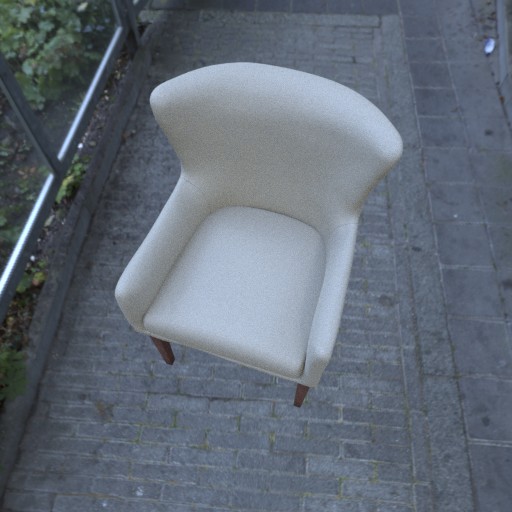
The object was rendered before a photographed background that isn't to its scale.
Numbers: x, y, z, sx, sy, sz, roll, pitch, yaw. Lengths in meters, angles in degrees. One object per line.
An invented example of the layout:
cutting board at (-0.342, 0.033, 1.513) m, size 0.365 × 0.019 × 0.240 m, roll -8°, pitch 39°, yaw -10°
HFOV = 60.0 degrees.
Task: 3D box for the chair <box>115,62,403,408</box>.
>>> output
chair at (0.000, 0.000, 1.441) m, size 0.660 × 0.952 × 0.686 m, roll 16°, pitch 59°, yaw 9°
